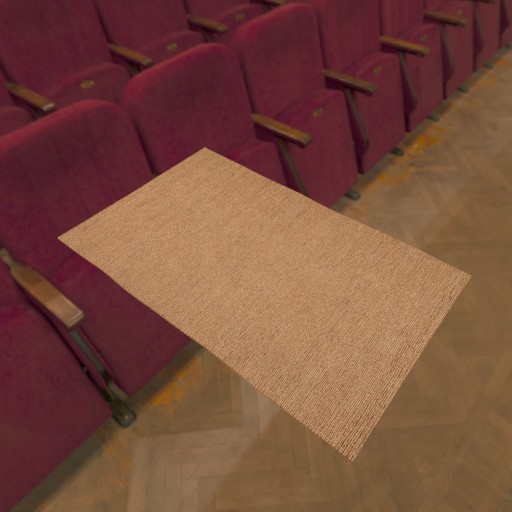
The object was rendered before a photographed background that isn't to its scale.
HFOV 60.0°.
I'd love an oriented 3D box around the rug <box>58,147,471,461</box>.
[{"bbox_3d":[0.000,0.000,3.060,2.439,0.011,1.533,30,53,26],"label":"rug"}]
